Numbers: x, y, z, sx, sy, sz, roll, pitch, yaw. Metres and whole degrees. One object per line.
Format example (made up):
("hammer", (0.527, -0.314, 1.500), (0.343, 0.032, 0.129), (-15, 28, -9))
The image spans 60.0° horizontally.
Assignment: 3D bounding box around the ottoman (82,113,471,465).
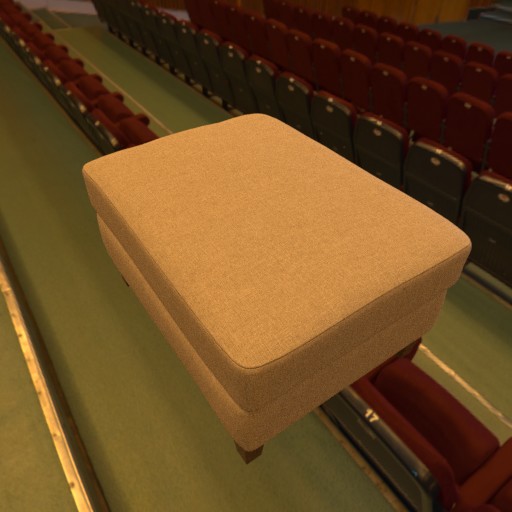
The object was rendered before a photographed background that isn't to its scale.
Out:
("ottoman", (0.000, 0.000, 1.303), (0.677, 0.519, 0.898), (-25, 47, -25))
